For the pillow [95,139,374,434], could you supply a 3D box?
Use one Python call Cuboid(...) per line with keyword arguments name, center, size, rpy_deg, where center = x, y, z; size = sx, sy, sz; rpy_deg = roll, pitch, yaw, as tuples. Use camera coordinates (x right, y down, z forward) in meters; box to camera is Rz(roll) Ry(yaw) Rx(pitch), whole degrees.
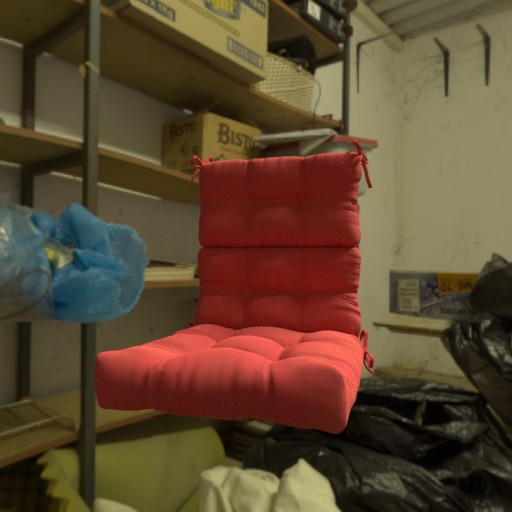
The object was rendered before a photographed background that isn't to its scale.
Cuboid(name="pillow", center=(0.000, 0.000, 1.023), size=(0.519, 0.605, 0.571), rpy_deg=(0, 0, 17))
